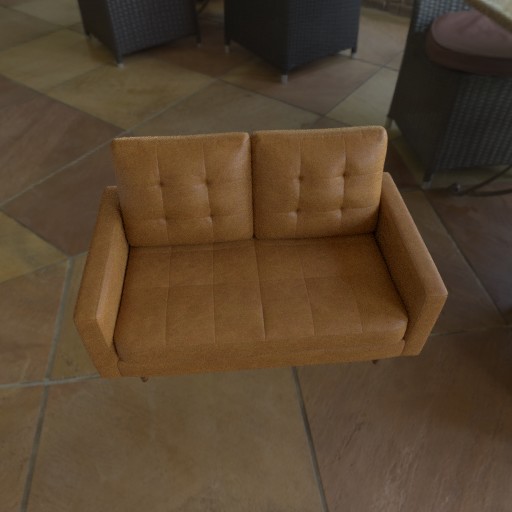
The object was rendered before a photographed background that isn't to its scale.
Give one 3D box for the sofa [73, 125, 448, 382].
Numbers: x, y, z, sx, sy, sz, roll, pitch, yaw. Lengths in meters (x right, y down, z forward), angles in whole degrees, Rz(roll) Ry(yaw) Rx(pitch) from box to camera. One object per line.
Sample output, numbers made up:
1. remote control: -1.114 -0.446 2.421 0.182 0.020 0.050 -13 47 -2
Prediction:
1. sofa: 0.000 0.000 2.003 1.430 0.898 0.868 -4 46 -3
